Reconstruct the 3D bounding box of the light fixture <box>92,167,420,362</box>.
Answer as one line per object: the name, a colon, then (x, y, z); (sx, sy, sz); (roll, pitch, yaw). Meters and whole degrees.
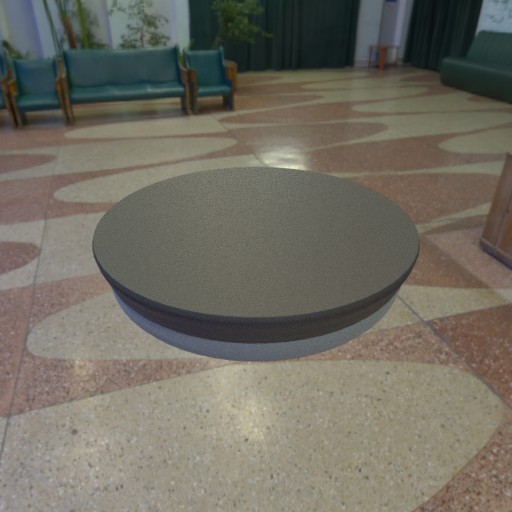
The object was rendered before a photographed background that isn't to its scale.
light fixture: (0.000, 0.000, 0.546); (0.368, 0.100, 0.368); (0, 31, 0)
